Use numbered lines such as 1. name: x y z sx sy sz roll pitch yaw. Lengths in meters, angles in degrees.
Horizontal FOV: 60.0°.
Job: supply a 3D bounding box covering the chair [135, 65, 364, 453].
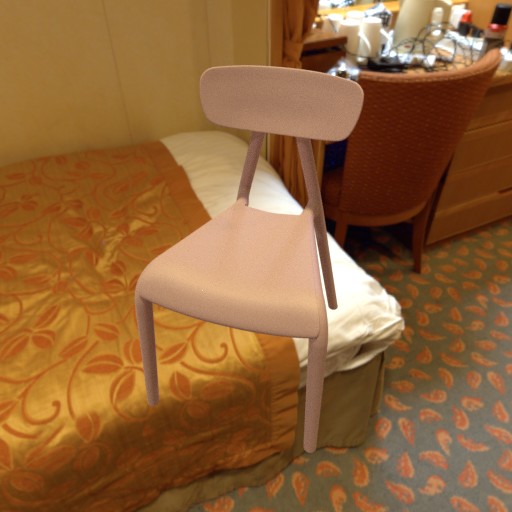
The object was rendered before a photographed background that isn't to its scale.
1. chair: 0.000 0.000 0.839 0.356 0.580 0.401 11 42 13
